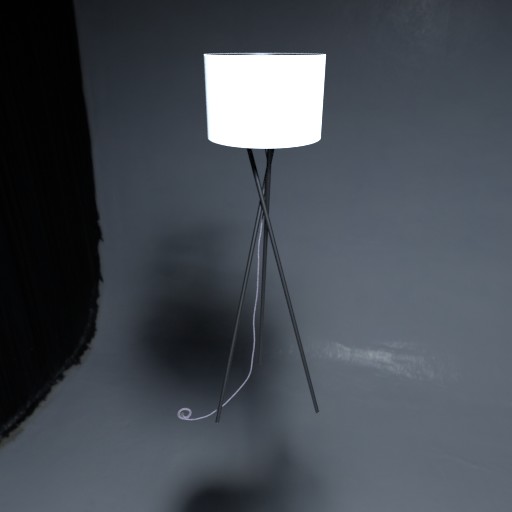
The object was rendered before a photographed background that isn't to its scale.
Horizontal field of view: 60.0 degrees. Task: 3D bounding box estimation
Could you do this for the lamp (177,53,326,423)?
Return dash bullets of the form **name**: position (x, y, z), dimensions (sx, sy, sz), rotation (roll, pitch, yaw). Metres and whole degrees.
- **lamp**: position (0.000, 0.000, 1.959), dimensions (0.667, 1.624, 0.522), rotation (8, 27, 16)
